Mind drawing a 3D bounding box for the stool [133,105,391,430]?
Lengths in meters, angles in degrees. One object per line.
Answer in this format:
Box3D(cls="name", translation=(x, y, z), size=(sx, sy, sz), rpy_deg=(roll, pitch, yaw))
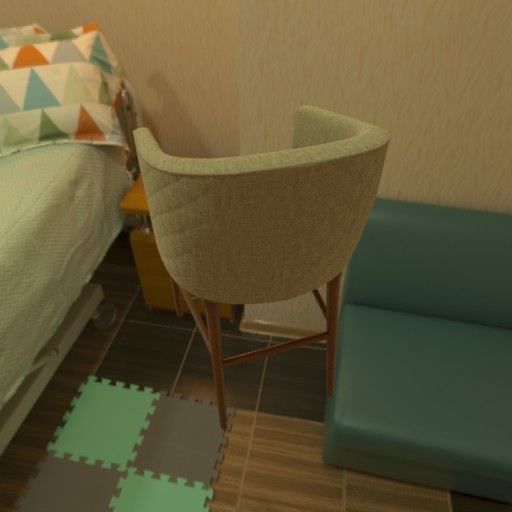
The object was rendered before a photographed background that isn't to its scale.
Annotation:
Box3D(cls="stool", translation=(0.000, 0.000, 1.321), size=(0.559, 0.952, 0.635), rpy_deg=(-12, 42, -14))
